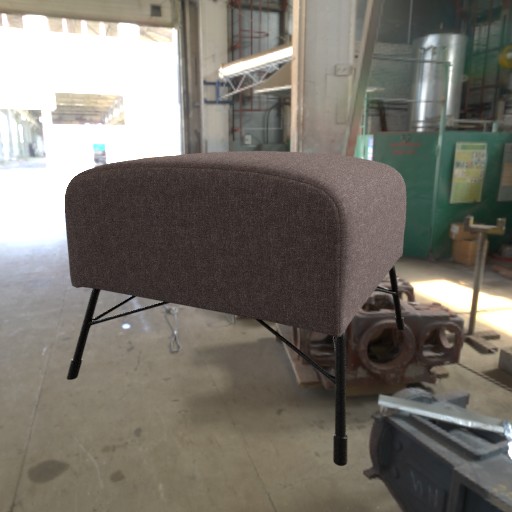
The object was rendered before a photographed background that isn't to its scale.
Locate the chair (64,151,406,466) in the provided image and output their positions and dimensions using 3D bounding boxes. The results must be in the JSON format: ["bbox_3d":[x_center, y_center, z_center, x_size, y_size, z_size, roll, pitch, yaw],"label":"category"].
[{"bbox_3d":[0.000,0.000,0.890,0.530,0.410,0.530,7,15,26],"label":"chair"}]
